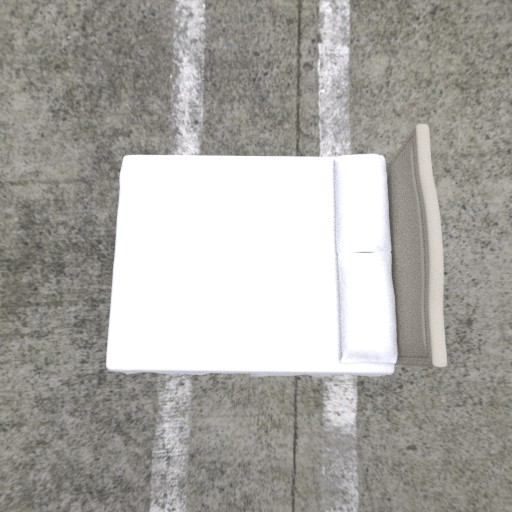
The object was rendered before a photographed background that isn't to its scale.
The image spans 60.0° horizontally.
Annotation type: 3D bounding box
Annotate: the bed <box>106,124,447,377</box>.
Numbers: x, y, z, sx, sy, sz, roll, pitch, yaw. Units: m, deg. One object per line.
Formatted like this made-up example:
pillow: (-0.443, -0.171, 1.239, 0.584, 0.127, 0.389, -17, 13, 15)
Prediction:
bed: (0.000, 0.000, 3.623, 2.477, 1.437, 1.977, 1, 78, 0)
